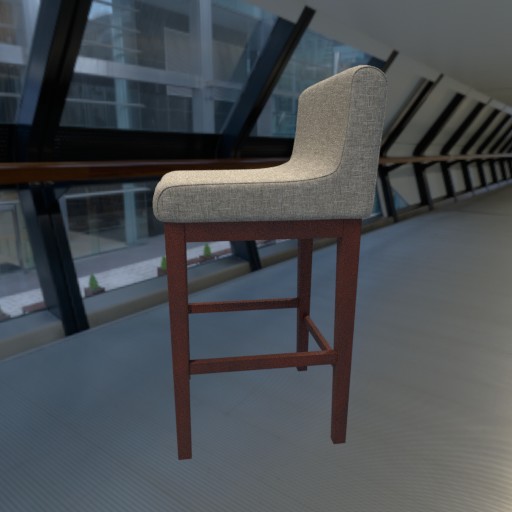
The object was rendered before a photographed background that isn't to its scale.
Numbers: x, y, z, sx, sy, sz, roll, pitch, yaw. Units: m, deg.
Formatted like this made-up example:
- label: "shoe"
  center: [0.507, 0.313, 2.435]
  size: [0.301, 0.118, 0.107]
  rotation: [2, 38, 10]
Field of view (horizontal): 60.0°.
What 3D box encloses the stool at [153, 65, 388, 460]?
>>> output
- label: "stool"
  center: [0.000, 0.000, 1.097]
  size: [0.459, 0.835, 0.417]
  rotation: [-2, 14, -8]
